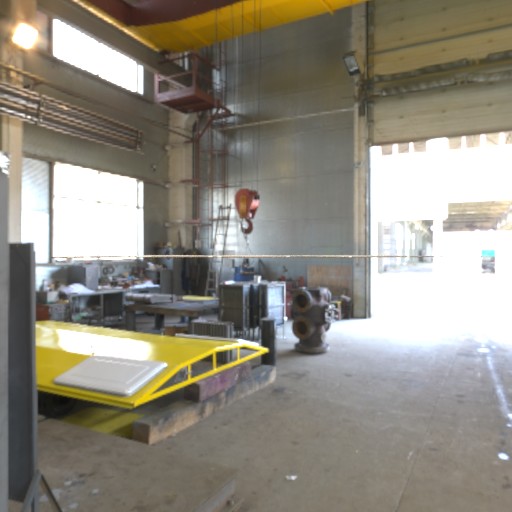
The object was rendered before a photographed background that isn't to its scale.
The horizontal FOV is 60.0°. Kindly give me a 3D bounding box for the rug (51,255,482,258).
[{"bbox_3d":[0.000,0.000,2.232,1.748,0.010,1.142,0,0,-17],"label":"rug"}]
